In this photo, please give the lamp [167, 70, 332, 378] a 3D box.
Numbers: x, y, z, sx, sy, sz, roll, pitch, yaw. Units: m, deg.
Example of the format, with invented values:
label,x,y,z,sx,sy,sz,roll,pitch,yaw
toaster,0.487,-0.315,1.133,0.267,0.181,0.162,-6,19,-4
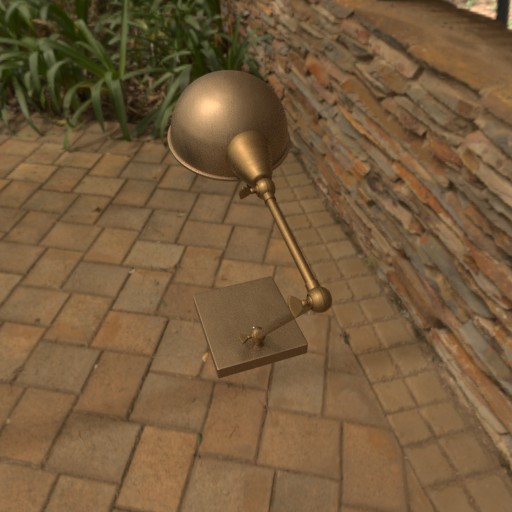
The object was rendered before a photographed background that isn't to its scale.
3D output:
label,x,y,z,sx,sy,sz,roll,pitch,yaw
lamp,0.000,0.000,0.539,0.149,0.371,0.339,-13,42,-14
